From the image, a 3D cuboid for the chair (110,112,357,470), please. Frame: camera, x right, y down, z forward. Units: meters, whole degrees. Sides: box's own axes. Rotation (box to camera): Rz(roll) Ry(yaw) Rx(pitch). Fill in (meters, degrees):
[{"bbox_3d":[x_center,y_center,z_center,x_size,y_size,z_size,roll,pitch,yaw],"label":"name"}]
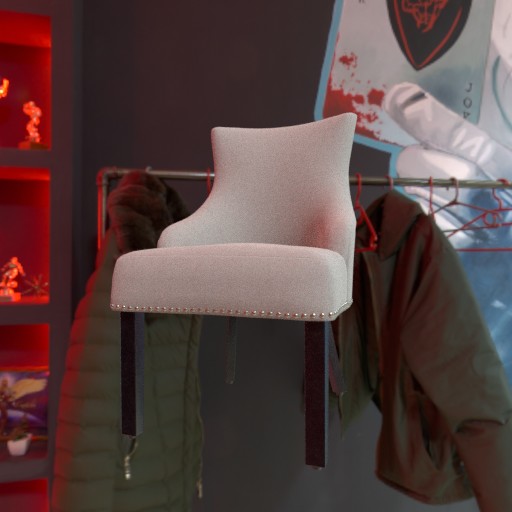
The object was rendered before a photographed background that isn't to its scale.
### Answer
[{"bbox_3d":[0.000,0.000,1.271,0.566,0.909,0.629,0,0,20],"label":"chair"}]
